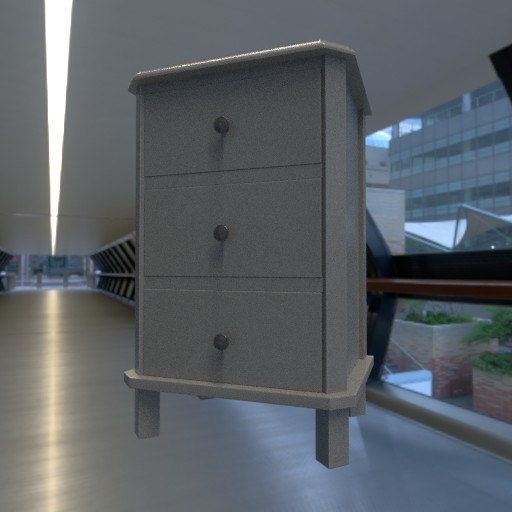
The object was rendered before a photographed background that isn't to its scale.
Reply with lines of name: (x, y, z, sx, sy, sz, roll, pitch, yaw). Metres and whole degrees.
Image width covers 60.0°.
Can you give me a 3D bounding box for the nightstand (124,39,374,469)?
nightstand: (0.000, 0.000, 0.907, 0.435, 0.680, 0.348, 0, -1, 20)
